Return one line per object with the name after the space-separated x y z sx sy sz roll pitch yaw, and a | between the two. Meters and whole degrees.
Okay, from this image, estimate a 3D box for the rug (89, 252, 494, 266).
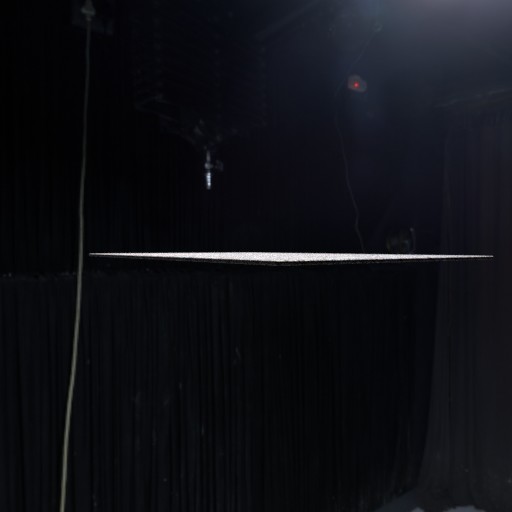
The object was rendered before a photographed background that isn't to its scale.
0.000 0.000 2.192 1.143 0.014 1.761 -1 1 -36 | rug
